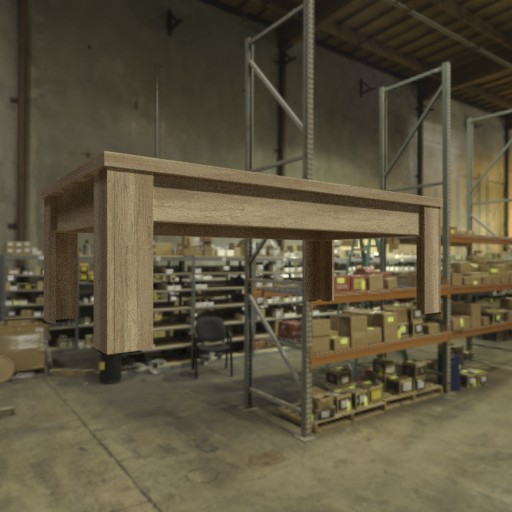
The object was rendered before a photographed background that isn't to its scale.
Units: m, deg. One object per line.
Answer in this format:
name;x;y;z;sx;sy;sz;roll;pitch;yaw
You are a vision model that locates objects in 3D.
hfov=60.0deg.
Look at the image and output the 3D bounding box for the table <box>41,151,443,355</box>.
table;0.000;0.000;1.663;1.350;0.460;0.700;0;0;-36
